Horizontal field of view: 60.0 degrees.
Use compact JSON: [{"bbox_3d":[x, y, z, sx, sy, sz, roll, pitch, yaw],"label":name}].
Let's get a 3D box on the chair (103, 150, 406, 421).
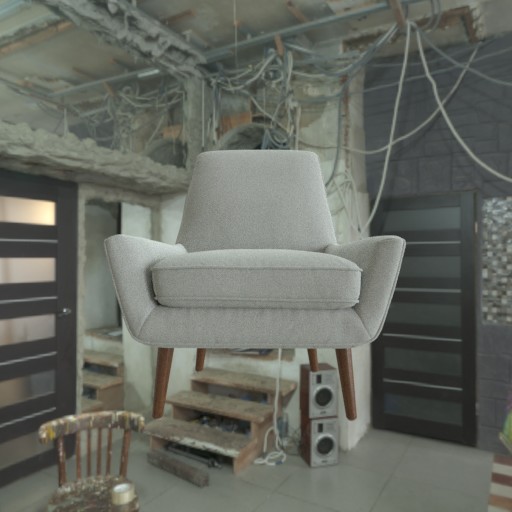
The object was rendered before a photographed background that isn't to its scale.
[{"bbox_3d":[0.000,0.000,1.527,0.787,0.888,0.822,0,0,1],"label":"chair"}]
